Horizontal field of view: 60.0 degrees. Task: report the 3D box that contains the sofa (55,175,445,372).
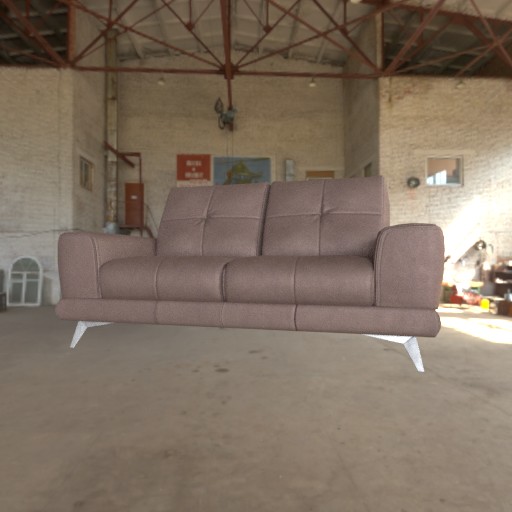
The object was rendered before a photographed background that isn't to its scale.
[{"bbox_3d":[0.000,0.000,2.383,1.806,0.907,1.018,0,-1,17],"label":"sofa"}]
